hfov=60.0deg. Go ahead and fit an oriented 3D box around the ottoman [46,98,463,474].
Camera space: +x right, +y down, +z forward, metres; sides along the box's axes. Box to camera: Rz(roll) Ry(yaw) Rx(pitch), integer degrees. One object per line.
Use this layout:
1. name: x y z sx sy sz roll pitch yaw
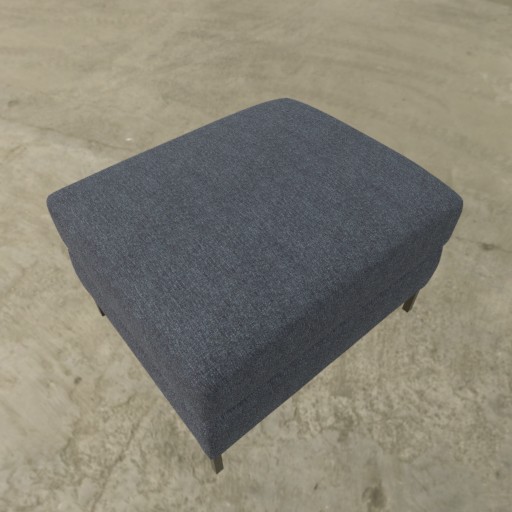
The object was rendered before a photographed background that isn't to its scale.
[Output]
1. ottoman: 0.000 0.000 1.257 0.831 0.533 0.695 -32 55 -26
